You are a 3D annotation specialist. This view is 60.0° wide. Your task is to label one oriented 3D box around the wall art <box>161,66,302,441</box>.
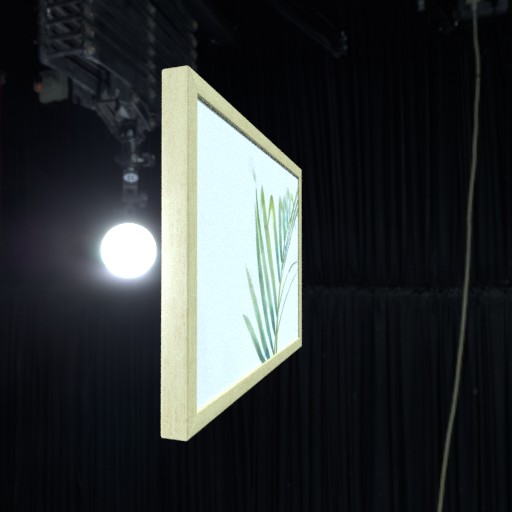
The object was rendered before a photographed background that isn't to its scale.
[{"bbox_3d":[0.000,0.000,0.707,0.032,0.381,0.533,0,-1,18],"label":"wall art"}]
